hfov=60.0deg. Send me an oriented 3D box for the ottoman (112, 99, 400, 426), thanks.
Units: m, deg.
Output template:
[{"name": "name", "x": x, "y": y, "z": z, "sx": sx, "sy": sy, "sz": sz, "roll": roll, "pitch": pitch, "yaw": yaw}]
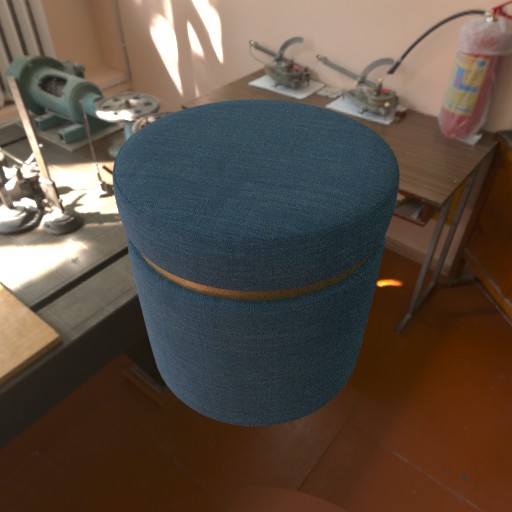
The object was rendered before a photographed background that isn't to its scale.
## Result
[{"name": "ottoman", "x": 0.000, "y": 0.000, "z": 0.740, "sx": 0.398, "sy": 0.406, "sz": 0.398, "roll": 0, "pitch": 41, "yaw": 0}]
